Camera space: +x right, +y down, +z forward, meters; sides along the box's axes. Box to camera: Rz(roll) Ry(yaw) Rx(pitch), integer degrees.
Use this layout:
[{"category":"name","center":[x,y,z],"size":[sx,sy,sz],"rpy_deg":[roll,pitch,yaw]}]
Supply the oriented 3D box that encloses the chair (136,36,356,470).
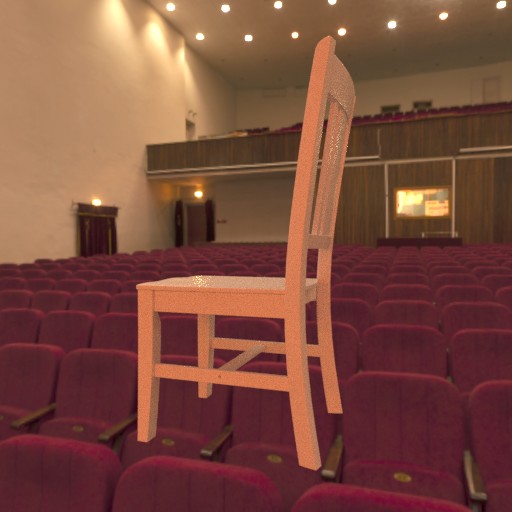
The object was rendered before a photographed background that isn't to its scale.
[{"category":"chair","center":[0.000,0.000,1.294],"size":[0.555,0.998,0.450],"rpy_deg":[0,1,19]}]
